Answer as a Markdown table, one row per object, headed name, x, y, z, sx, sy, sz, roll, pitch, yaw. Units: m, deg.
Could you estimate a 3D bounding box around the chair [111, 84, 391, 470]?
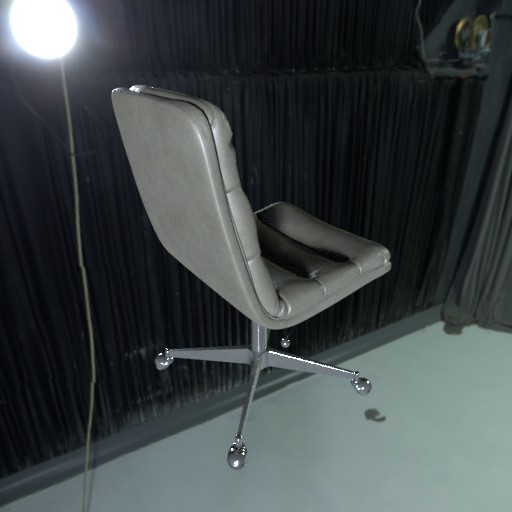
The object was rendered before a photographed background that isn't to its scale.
| name | x | y | z | sx | sy | sz | roll | pitch | yaw |
| --- | --- | --- | --- | --- | --- | --- | --- | --- | --- |
| chair | 0.000 | 0.000 | 1.006 | 0.485 | 0.738 | 0.422 | -17 | 31 | -31 |
